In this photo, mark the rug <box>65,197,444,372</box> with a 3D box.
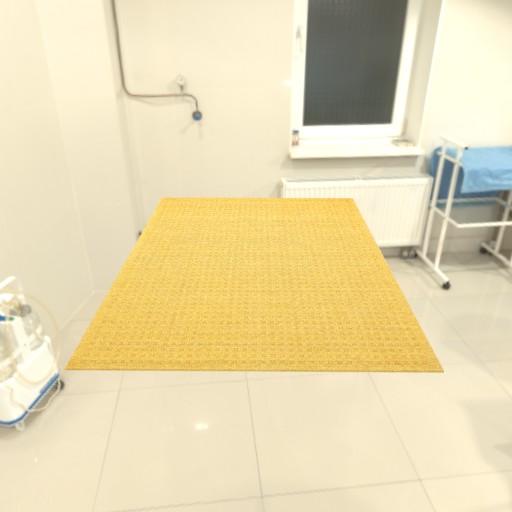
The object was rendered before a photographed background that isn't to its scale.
[{"bbox_3d":[0.000,0.000,4.340,2.486,0.015,3.242,0,28,0],"label":"rug"}]
